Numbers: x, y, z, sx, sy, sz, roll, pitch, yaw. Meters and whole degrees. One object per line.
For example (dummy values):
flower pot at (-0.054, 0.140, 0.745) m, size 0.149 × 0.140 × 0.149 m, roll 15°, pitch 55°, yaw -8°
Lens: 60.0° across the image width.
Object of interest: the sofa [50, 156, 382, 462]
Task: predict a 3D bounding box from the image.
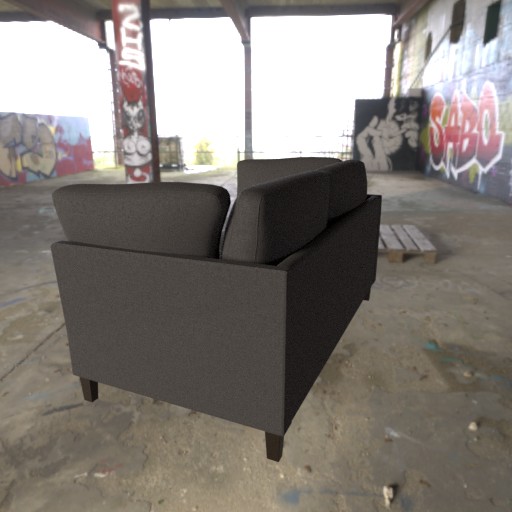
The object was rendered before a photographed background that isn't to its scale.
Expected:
sofa at (0.000, 0.000, 2.283) m, size 0.969 × 0.920 × 1.751 m, roll 7°, pitch 18°, yaw 23°
